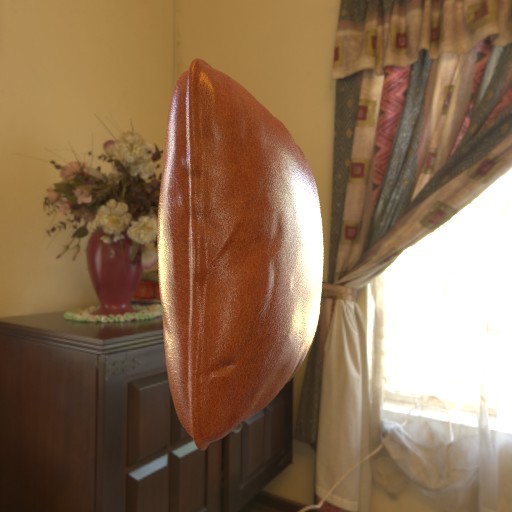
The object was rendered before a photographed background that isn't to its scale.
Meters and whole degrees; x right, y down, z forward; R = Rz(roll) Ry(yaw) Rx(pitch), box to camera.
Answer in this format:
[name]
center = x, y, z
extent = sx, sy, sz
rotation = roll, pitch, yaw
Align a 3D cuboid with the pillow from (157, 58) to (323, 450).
[pillow]
center = 0.000, 0.000, 0.809
extent = 0.236, 0.523, 0.532
rotation = 0, -1, 17
